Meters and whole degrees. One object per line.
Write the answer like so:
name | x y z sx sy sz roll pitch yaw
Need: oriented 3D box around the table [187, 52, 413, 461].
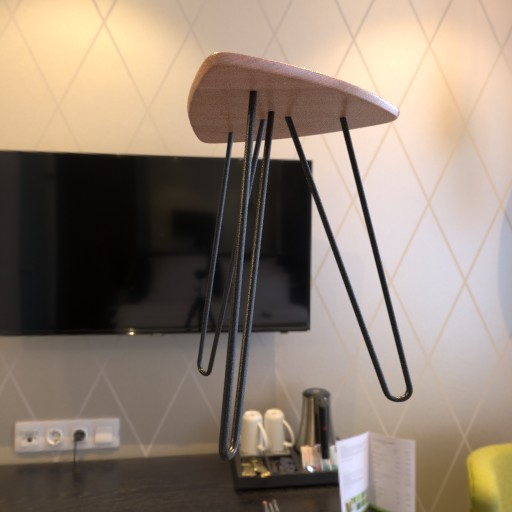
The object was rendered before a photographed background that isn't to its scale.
table | 0.000 0.000 0.890 0.442 0.564 0.455 0 0 -37
